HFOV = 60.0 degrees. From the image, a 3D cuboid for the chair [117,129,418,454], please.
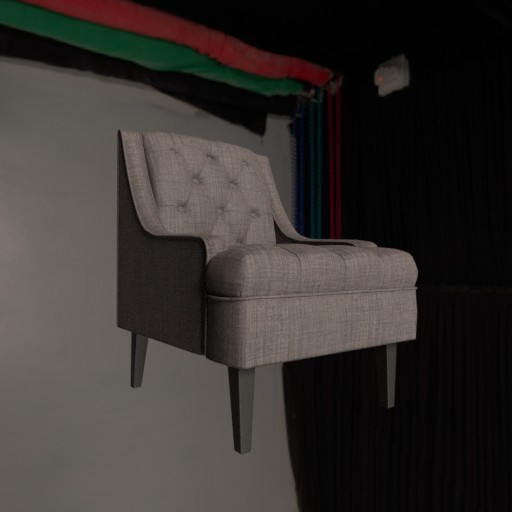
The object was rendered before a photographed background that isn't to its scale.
[{"bbox_3d":[0.000,0.000,1.405,0.655,0.891,0.771,1,-1,-36],"label":"chair"}]
